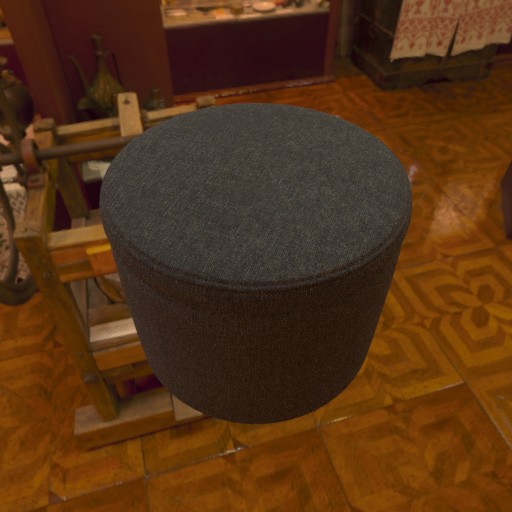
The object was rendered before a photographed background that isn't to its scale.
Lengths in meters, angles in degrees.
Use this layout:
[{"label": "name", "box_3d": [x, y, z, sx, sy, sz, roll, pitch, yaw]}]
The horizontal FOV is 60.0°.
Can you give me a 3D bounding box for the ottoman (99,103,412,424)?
[{"label": "ottoman", "box_3d": [0.000, 0.000, 0.880, 0.520, 0.430, 0.520, 0, 45, 0]}]
